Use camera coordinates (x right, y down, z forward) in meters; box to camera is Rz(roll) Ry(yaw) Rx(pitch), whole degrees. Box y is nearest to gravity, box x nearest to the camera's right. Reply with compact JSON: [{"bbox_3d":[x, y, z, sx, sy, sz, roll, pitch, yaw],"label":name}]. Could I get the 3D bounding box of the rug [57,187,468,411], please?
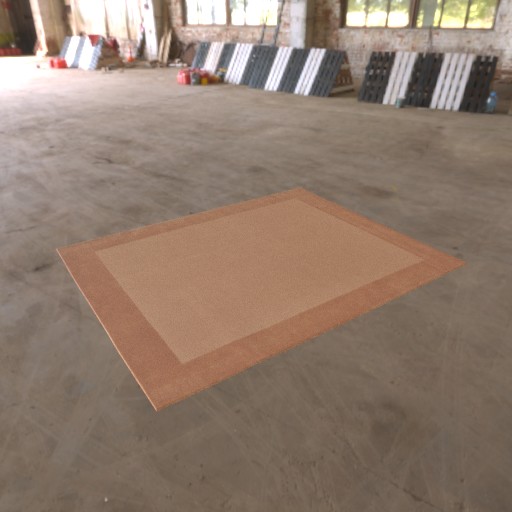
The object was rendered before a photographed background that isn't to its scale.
[{"bbox_3d":[0.000,0.000,4.180,3.057,0.021,2.431,-18,34,-30],"label":"rug"}]
